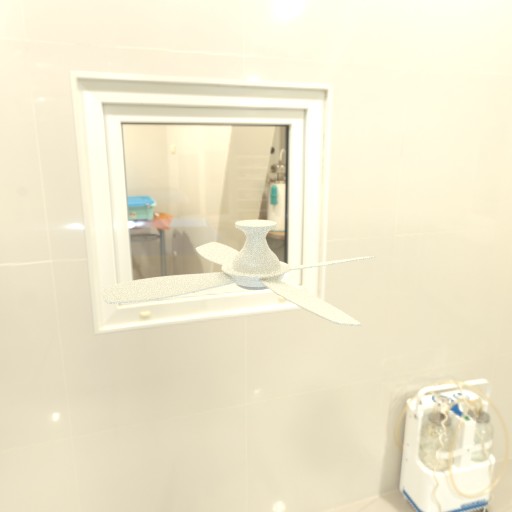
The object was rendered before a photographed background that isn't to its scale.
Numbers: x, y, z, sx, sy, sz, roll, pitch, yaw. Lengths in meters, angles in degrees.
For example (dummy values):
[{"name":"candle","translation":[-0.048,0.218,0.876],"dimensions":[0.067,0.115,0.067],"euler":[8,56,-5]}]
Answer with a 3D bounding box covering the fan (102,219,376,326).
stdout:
[{"name":"fan","translation":[0.000,0.000,2.527],"dimensions":[1.694,0.382,1.693],"euler":[-7,16,-26]}]
